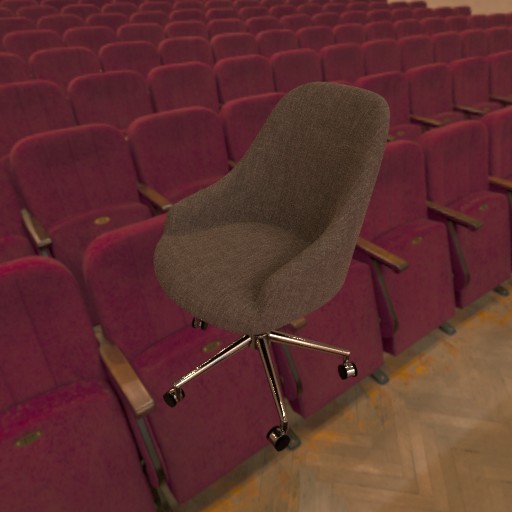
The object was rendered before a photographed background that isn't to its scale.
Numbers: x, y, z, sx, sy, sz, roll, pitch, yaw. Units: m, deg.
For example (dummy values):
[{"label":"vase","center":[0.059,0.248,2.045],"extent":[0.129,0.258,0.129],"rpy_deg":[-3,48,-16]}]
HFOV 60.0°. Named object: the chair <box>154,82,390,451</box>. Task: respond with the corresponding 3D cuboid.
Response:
[{"label":"chair","center":[0.000,0.000,1.402],"extent":[0.712,0.950,0.671],"rpy_deg":[-21,38,-30]}]
